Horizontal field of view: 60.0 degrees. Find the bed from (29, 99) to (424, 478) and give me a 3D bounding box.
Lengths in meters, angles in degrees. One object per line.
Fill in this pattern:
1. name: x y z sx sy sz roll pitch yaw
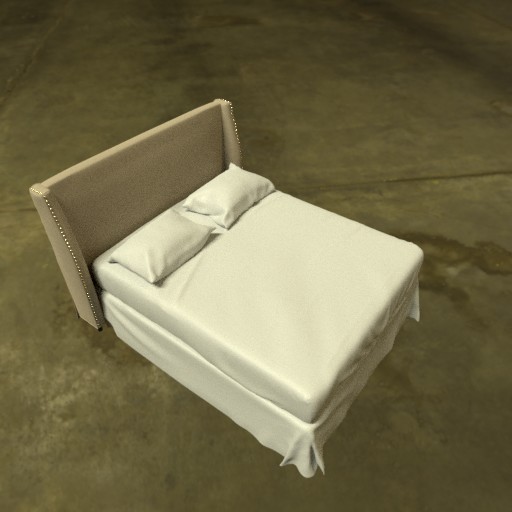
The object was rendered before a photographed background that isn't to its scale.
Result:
1. bed: 0.000 0.000 3.332 2.276 1.332 1.925 26 47 27
